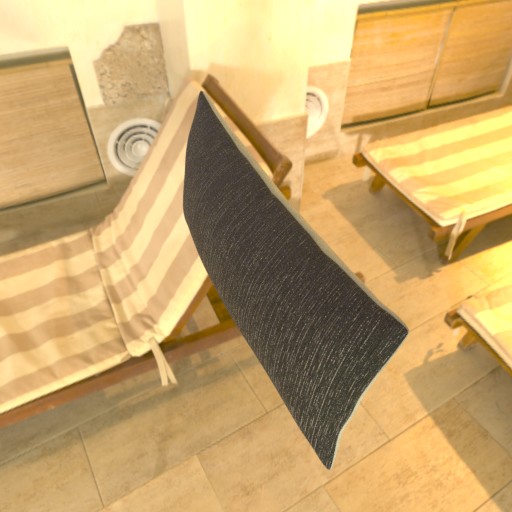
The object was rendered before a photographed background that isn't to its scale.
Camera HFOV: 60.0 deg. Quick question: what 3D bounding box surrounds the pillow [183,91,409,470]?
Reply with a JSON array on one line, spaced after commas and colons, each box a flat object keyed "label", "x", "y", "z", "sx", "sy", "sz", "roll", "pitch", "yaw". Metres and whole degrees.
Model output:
[{"label": "pillow", "x": 0.000, "y": 0.000, "z": 0.735, "sx": 0.156, "sy": 0.305, "sz": 0.608, "roll": -18, "pitch": 48, "yaw": -17}]
